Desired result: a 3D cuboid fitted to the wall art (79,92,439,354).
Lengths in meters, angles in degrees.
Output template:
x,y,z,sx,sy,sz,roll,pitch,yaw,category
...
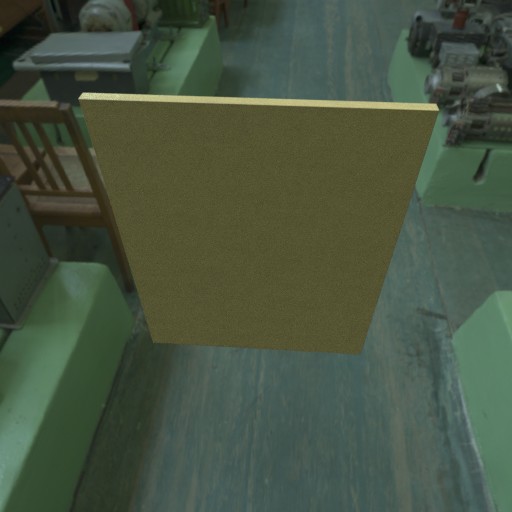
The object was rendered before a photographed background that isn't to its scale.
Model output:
x,y,z,sx,sy,sz,roll,pitch,yaw,category
0.000,0.000,1.352,0.798,1.002,0.030,3,46,3,wall art
